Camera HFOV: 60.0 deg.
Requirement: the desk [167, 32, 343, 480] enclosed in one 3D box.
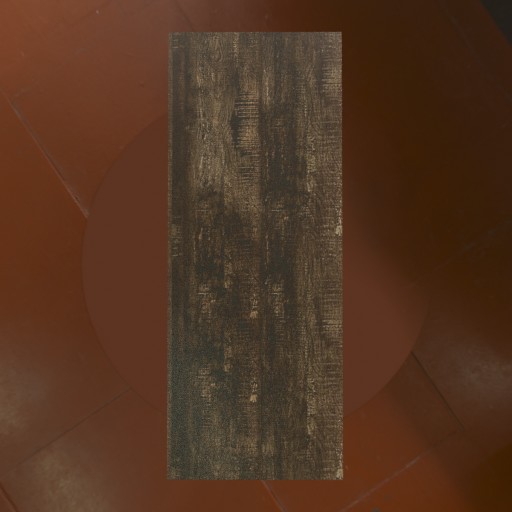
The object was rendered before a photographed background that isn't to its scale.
[{"bbox_3d":[0.000,0.000,1.890,0.599,0.762,1.524,0,89,0],"label":"desk"}]
